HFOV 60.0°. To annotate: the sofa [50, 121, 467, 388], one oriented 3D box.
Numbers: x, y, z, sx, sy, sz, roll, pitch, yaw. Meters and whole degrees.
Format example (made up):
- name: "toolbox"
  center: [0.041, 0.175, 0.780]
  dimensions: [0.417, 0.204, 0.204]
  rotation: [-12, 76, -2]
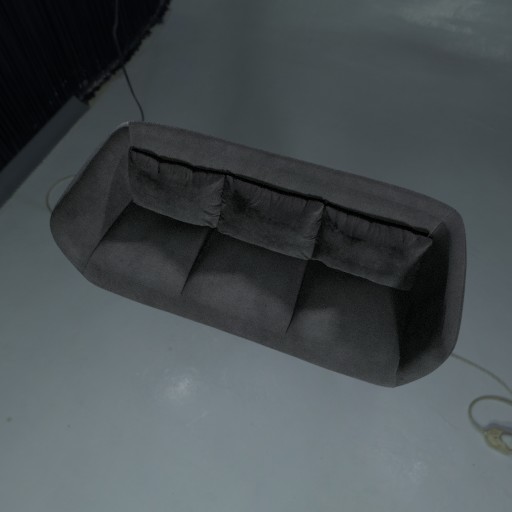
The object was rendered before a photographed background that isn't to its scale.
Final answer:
- name: "sofa"
  center: [0.000, 0.000, 2.737]
  dimensions: [2.296, 0.875, 0.956]
  rotation: [17, 60, 10]
